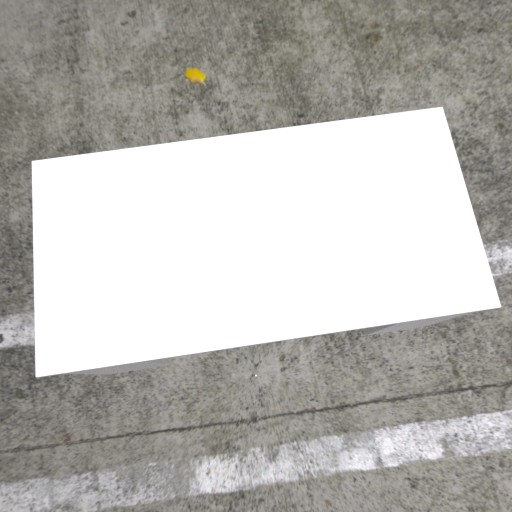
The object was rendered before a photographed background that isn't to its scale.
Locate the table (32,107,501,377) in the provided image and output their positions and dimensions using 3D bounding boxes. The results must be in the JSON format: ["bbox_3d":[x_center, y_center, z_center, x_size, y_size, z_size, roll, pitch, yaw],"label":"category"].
[{"bbox_3d":[0.000,0.000,1.216,1.000,0.440,0.500,-8,75,-2],"label":"table"}]
